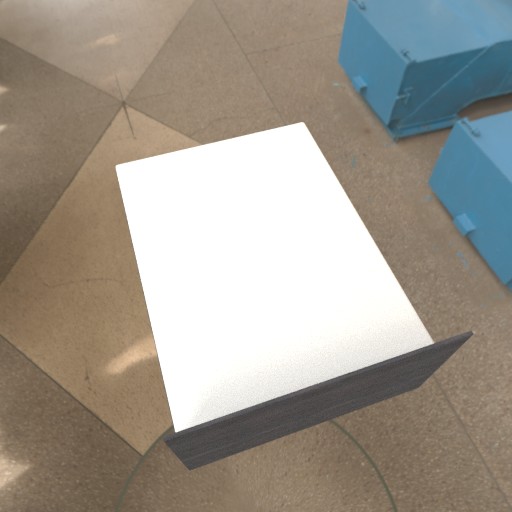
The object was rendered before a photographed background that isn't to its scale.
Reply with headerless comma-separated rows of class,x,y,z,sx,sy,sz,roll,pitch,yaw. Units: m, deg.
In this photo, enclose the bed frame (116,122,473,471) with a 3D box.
bed frame,0.000,0.000,2.673,1.400,0.800,1.900,-16,58,-10
